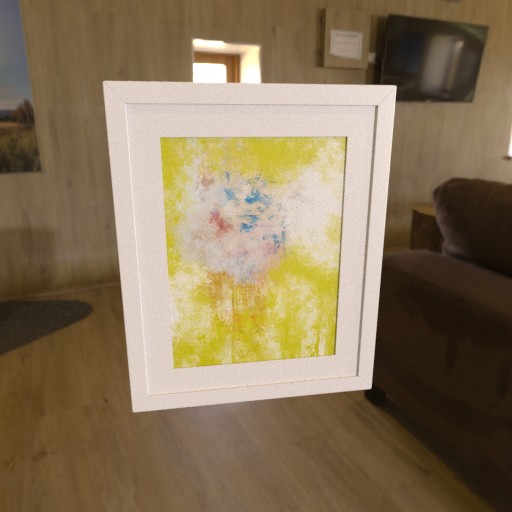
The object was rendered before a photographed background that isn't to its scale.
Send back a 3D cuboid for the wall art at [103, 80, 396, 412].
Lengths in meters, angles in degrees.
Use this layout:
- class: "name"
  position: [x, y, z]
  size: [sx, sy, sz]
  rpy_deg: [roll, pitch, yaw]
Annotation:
- class: "wall art"
  position: [0.000, 0.000, 0.766]
  size: [0.454, 0.556, 0.028]
  rpy_deg: [-3, 17, -9]
